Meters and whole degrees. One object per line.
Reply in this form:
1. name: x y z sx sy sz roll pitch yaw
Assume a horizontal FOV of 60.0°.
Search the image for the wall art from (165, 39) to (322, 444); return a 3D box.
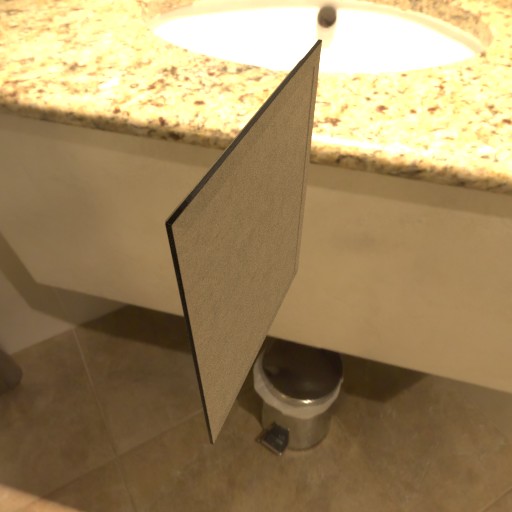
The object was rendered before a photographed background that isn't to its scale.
1. wall art: 0.000 0.000 0.626 0.023 0.457 0.381 18 50 16
